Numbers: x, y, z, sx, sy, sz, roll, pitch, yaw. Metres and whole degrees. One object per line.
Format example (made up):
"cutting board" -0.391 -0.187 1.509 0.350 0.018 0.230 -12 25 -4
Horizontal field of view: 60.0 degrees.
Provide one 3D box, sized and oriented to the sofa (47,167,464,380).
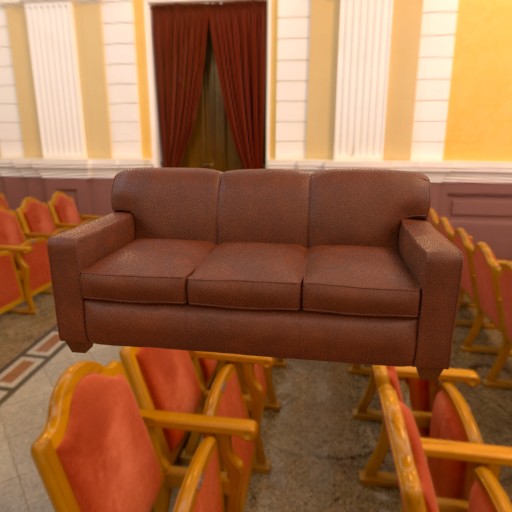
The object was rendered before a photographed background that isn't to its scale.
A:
"sofa" 0.000 0.000 2.570 2.039 0.953 1.008 2 16 8
